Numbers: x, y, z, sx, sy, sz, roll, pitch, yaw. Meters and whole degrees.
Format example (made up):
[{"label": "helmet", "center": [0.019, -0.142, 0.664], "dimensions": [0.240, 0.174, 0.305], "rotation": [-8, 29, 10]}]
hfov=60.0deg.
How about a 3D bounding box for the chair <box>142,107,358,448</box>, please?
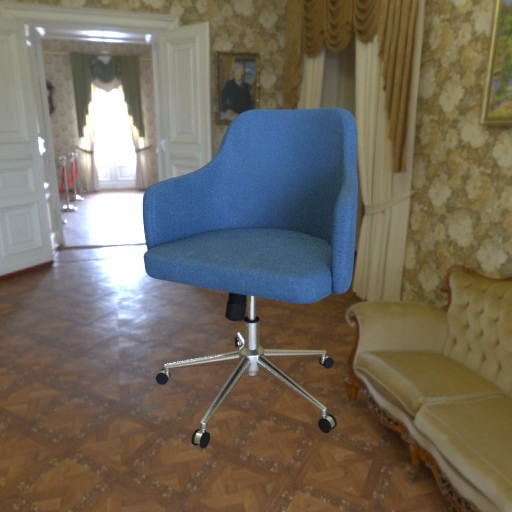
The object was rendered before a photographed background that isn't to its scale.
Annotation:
[{"label": "chair", "center": [0.000, 0.000, 1.257], "dimensions": [0.599, 0.820, 0.655], "rotation": [8, 17, 26]}]
